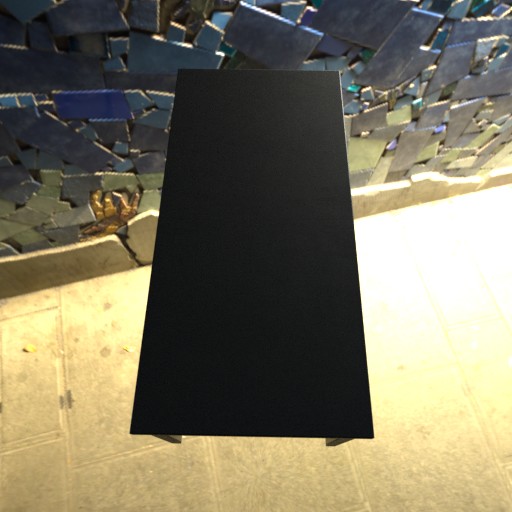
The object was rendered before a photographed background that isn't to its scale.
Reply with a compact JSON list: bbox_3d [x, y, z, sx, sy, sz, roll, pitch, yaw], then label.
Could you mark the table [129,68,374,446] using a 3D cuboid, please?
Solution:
[{"bbox_3d":[0.000,0.000,1.300,0.483,0.457,1.016,1,64,0],"label":"table"}]
